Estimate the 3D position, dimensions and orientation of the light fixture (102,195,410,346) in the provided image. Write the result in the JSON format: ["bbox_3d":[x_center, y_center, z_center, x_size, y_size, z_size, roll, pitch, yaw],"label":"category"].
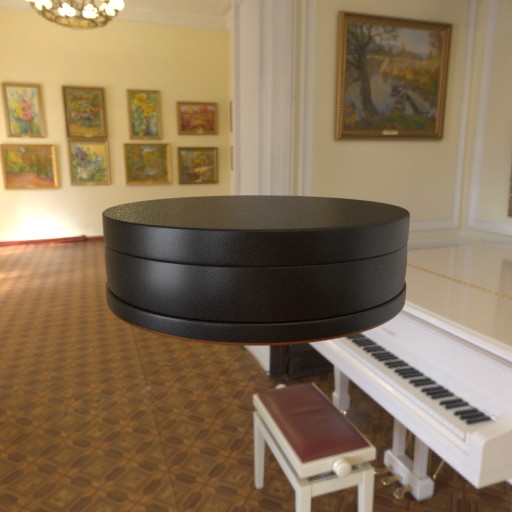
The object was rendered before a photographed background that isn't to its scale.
[{"bbox_3d":[0.000,0.000,0.436,0.283,0.097,0.283,0,12,0],"label":"light fixture"}]
